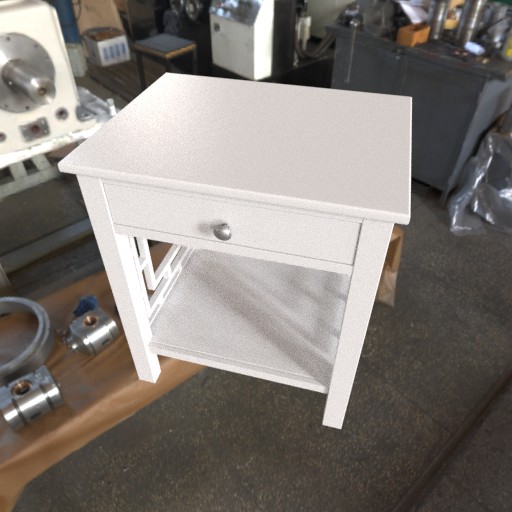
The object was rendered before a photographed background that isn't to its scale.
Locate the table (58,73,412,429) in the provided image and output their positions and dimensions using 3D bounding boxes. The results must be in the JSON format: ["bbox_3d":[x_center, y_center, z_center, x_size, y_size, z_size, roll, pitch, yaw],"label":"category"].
[{"bbox_3d":[0.000,0.000,1.043,0.564,0.646,0.451,10,42,11],"label":"table"}]
